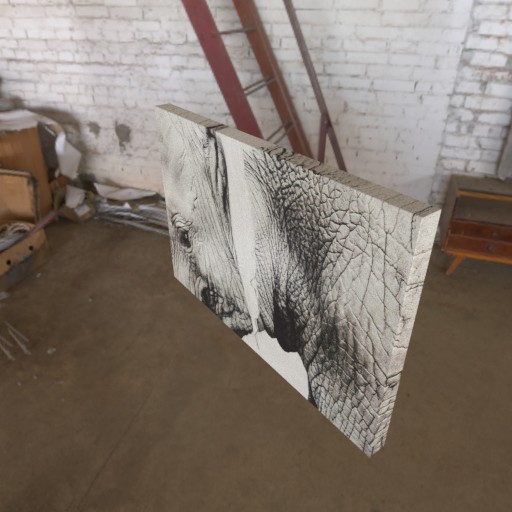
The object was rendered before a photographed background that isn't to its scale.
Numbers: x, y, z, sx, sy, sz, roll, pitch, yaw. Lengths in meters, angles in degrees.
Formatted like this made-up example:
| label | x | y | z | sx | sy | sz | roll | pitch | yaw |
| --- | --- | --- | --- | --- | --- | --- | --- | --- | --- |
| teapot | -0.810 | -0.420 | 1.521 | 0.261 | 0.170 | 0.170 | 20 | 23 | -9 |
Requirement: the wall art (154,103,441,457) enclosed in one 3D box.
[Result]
| label | x | y | z | sx | sy | sz | roll | pitch | yaw |
| --- | --- | --- | --- | --- | --- | --- | --- | --- | --- |
| wall art | 0.000 | 0.000 | 0.782 | 0.035 | 0.407 | 0.613 | -22 | 38 | -31 |
